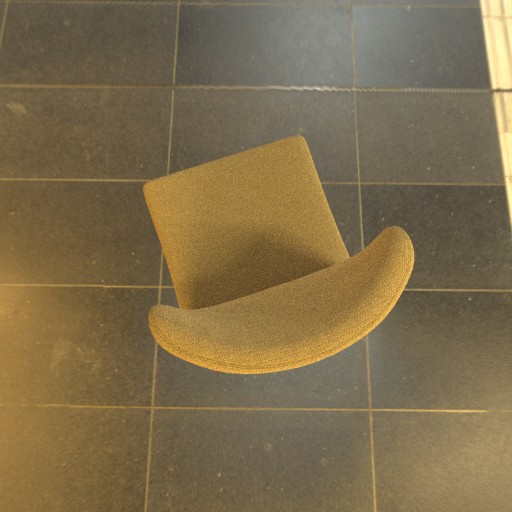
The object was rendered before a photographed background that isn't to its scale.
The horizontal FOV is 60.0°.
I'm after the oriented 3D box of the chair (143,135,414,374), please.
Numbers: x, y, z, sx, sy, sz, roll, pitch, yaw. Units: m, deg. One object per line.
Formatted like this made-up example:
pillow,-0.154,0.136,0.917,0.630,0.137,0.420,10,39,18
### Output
chair,0.000,0.000,1.172,0.491,0.839,0.589,-18,76,-5
